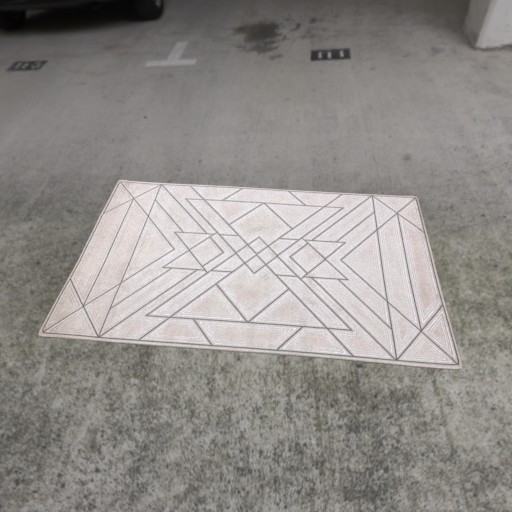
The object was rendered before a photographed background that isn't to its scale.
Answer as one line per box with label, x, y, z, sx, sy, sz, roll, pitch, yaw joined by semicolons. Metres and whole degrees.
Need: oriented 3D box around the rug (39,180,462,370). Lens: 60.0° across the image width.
rug;0.000;0.000;3.093;2.459;0.023;1.575;4;45;4
